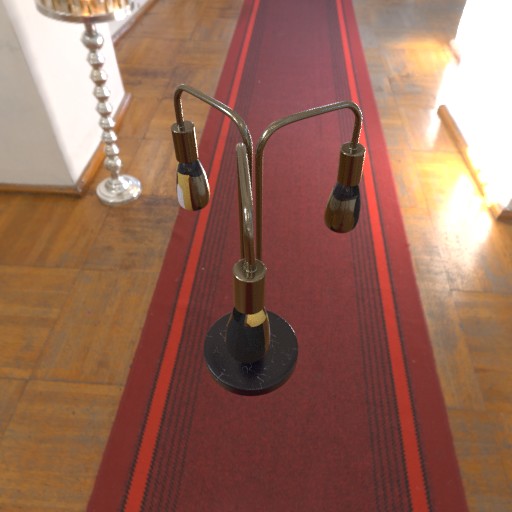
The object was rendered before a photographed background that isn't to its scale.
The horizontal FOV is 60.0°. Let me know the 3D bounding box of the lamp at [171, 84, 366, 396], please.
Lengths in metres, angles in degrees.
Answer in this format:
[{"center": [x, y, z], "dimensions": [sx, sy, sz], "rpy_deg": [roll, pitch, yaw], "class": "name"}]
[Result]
[{"center": [0.000, 0.000, 0.799], "dimensions": [0.355, 0.560, 0.368], "rpy_deg": [-32, 55, -26], "class": "lamp"}]
